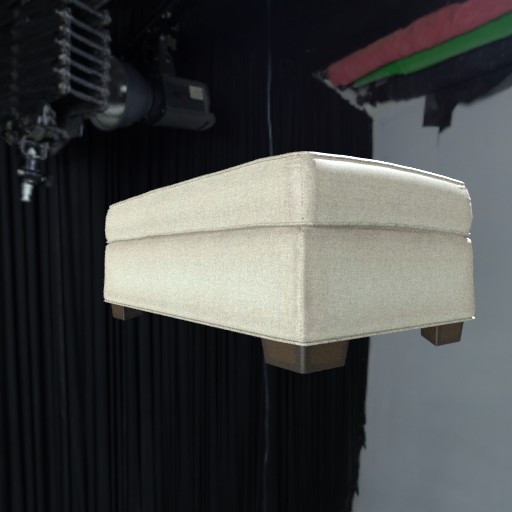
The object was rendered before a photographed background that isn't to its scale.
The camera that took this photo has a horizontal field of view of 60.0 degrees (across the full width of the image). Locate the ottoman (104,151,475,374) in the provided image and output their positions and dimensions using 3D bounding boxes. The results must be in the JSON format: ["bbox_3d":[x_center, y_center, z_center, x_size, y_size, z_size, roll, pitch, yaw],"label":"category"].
[{"bbox_3d":[0.000,0.000,1.400,0.617,0.448,1.097,0,-1,-37],"label":"ottoman"}]
